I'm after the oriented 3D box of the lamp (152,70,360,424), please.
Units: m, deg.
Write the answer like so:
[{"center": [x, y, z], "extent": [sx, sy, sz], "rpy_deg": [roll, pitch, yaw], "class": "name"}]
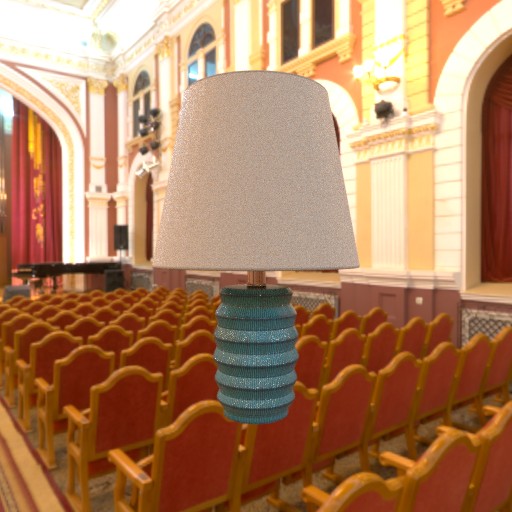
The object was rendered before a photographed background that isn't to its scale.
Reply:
[{"center": [0.000, 0.000, 0.556], "extent": [0.254, 0.392, 0.254], "rpy_deg": [0, 1, 0], "class": "lamp"}]
